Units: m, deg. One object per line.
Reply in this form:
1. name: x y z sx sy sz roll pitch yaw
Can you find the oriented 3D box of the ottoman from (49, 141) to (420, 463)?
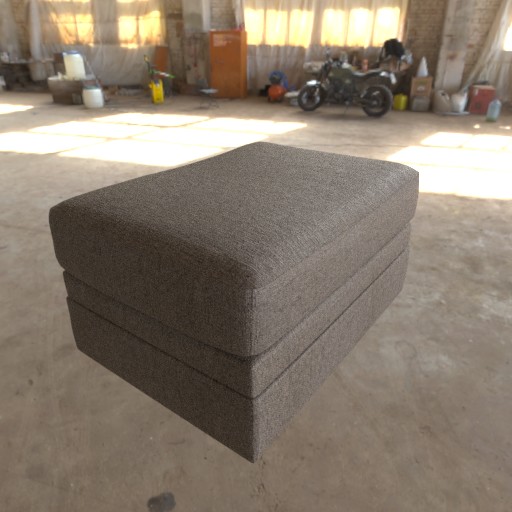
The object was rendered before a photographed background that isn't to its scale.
1. ottoman: 0.000 0.000 1.261 0.637 0.478 0.885 19 33 32
